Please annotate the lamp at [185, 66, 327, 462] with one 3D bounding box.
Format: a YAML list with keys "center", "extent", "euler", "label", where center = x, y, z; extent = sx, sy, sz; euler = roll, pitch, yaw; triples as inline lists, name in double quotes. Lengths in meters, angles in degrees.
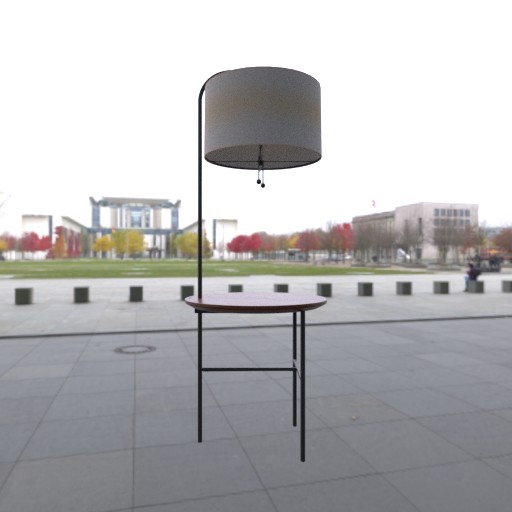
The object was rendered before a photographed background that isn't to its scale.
- center: [0.000, 0.000, 1.808]
  extent: [0.573, 1.517, 0.573]
  euler: [0, 0, 0]
  label: "lamp"
